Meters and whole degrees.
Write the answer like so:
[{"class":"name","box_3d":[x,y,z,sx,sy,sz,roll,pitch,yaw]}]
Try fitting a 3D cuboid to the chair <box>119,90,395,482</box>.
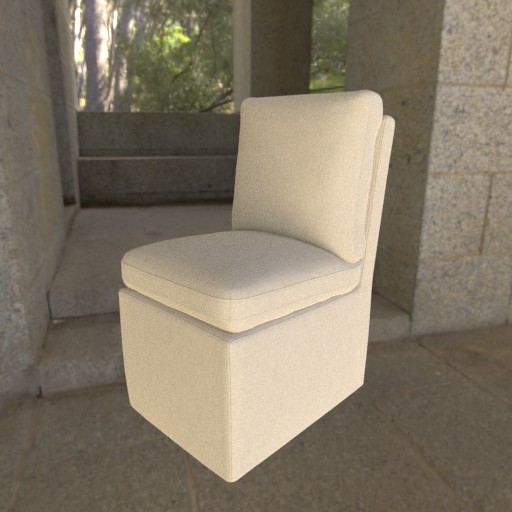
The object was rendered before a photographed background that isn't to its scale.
[{"class":"chair","box_3d":[0.000,0.000,1.319,0.503,0.927,0.698,15,22,42]}]
